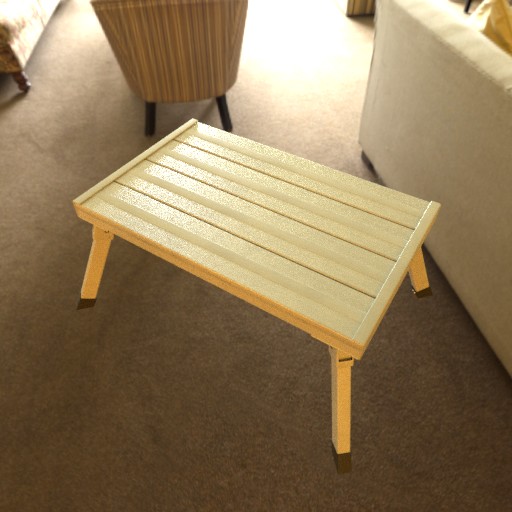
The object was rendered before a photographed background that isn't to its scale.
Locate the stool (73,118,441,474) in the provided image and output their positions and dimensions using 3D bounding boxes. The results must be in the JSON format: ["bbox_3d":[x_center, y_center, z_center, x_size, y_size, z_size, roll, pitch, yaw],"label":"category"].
[{"bbox_3d":[0.000,0.000,0.722,0.535,0.225,0.385,25,51,22],"label":"stool"}]
